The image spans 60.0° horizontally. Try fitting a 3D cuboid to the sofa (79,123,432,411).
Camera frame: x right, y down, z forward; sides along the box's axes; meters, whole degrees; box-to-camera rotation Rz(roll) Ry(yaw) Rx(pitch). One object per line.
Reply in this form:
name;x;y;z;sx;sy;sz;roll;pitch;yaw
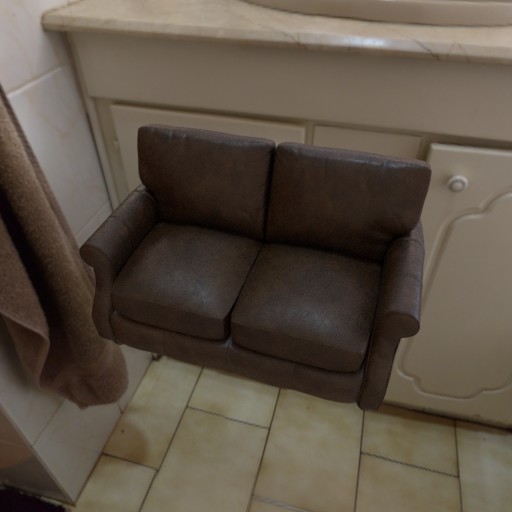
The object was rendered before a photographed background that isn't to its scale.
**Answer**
sofa;0.000;0.000;2.275;1.616;0.976;0.990;11;42;13
